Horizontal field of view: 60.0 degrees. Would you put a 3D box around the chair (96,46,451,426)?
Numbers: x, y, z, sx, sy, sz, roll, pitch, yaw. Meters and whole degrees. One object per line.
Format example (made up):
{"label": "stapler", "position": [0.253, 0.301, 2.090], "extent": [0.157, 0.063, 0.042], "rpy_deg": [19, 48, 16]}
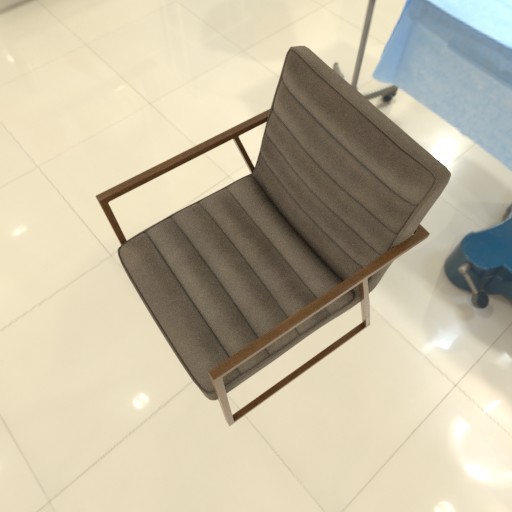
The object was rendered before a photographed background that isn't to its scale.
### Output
{"label": "chair", "position": [0.000, 0.000, 1.299], "extent": [0.682, 0.843, 0.578], "rpy_deg": [-31, 65, -16]}
